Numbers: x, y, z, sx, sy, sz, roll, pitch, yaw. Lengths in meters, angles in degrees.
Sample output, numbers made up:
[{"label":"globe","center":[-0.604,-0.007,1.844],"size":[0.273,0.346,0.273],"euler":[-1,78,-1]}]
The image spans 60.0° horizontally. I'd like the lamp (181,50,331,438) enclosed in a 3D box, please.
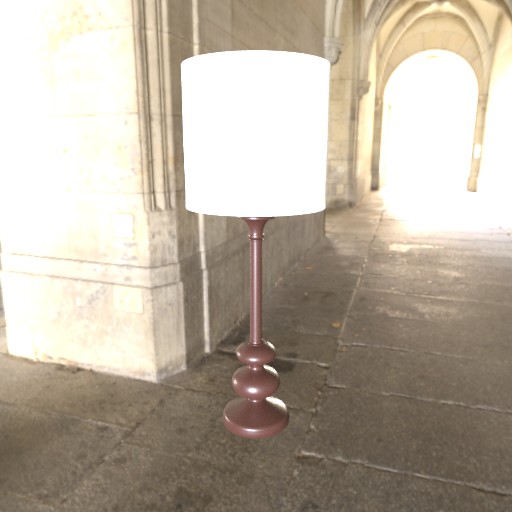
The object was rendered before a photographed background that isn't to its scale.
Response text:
[{"label":"lamp","center":[0.000,0.000,0.836],"size":[0.254,0.690,0.254],"euler":[-7,15,-26]}]
